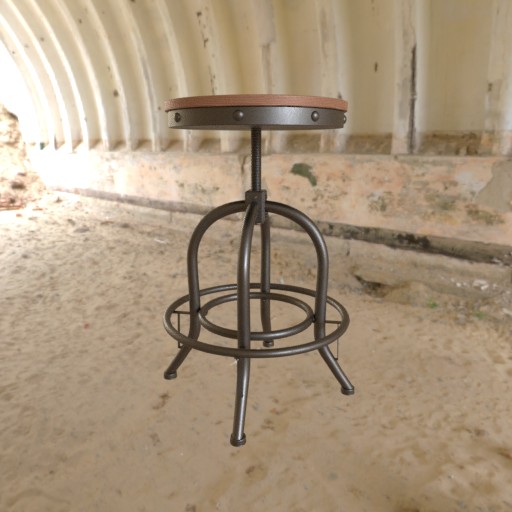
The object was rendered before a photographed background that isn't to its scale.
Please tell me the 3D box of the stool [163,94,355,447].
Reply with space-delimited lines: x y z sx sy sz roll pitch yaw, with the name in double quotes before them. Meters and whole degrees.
"stool" 0.000 0.000 0.934 0.439 0.609 0.439 2 14 9
